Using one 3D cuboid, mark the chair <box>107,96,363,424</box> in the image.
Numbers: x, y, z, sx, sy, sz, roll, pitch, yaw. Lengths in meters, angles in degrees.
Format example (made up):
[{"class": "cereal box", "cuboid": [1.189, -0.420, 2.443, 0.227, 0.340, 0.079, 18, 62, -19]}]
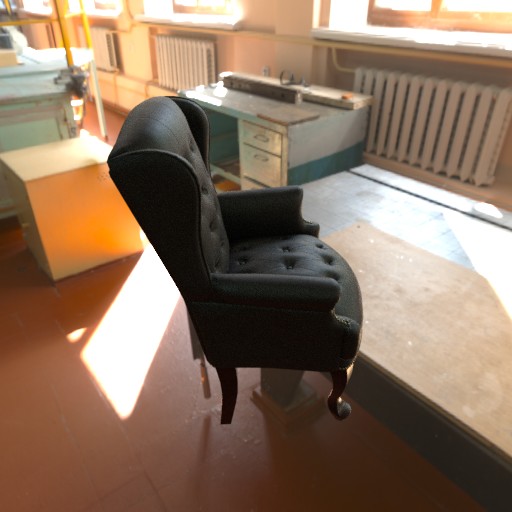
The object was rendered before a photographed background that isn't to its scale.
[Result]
[{"class": "chair", "cuboid": [0.000, 0.000, 1.678, 0.822, 1.133, 0.831, -2, 31, -3]}]
